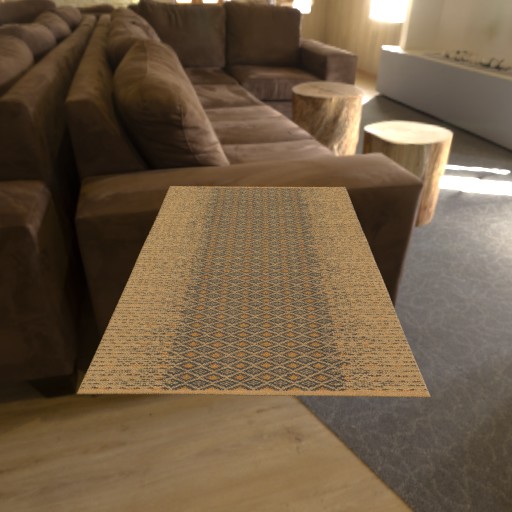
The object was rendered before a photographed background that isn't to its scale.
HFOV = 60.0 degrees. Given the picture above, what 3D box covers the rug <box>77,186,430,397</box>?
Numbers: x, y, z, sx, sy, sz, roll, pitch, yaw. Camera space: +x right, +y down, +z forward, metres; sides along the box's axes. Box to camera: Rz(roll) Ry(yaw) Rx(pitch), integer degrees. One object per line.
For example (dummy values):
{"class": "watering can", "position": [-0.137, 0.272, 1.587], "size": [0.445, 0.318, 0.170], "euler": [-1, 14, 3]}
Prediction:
{"class": "rug", "position": [0.000, 0.000, 2.304], "size": [1.219, 0.005, 1.828], "euler": [0, 32, 1]}
